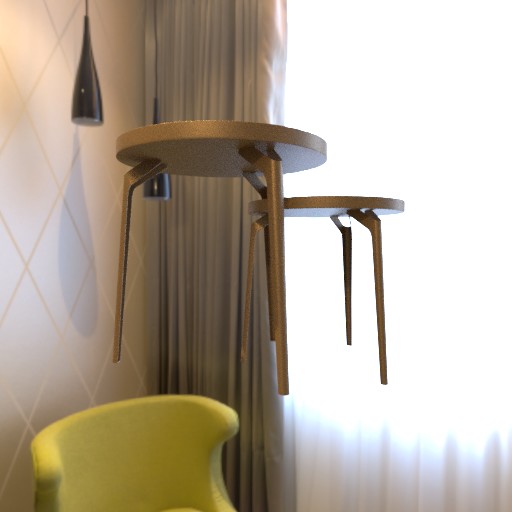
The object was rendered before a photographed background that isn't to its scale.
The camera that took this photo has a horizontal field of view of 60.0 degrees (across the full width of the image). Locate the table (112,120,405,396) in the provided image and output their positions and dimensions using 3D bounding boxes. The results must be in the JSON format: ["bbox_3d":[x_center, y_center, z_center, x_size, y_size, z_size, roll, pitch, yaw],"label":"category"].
[{"bbox_3d":[0.000,0.000,1.153,0.751,0.555,0.532,0,2,0],"label":"table"}]
